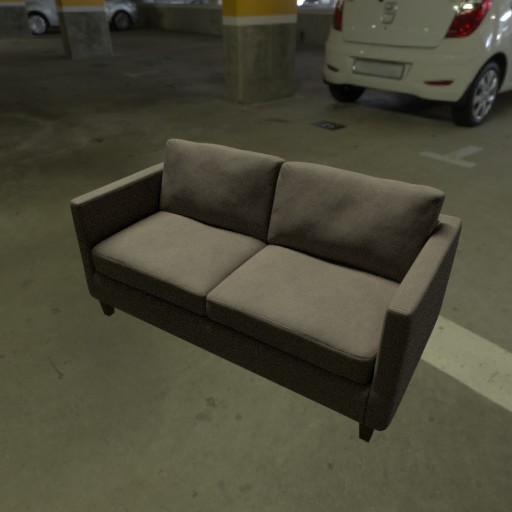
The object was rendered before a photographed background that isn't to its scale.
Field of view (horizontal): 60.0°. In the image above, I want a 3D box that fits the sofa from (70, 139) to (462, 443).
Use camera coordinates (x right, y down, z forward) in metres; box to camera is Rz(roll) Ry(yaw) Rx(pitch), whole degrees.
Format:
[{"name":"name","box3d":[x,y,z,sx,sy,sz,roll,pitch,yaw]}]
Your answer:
[{"name":"sofa","box3d":[0.000,0.000,2.439,1.884,0.963,0.950,18,35,27]}]
